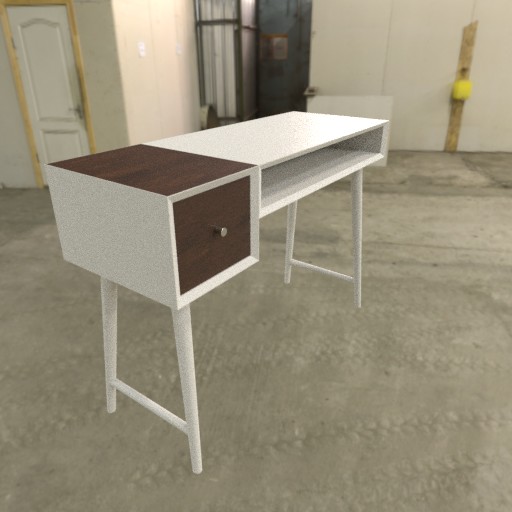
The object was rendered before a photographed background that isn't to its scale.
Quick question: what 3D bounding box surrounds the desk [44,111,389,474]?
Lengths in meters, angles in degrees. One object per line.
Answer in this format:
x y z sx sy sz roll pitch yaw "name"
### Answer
0.000 0.000 1.450 0.409 0.761 1.069 18 31 32 "desk"
